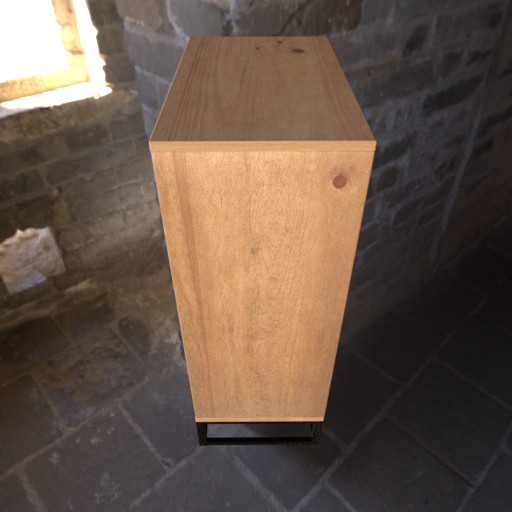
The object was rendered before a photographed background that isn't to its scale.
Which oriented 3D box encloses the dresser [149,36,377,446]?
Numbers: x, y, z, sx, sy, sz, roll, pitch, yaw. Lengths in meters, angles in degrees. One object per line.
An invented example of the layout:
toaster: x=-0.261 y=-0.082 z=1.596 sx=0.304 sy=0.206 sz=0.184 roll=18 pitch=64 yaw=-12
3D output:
dresser: x=0.000 y=0.000 z=1.563 sx=0.479 sy=1.240 sz=0.761 roll=0 pitch=40 yaw=0
